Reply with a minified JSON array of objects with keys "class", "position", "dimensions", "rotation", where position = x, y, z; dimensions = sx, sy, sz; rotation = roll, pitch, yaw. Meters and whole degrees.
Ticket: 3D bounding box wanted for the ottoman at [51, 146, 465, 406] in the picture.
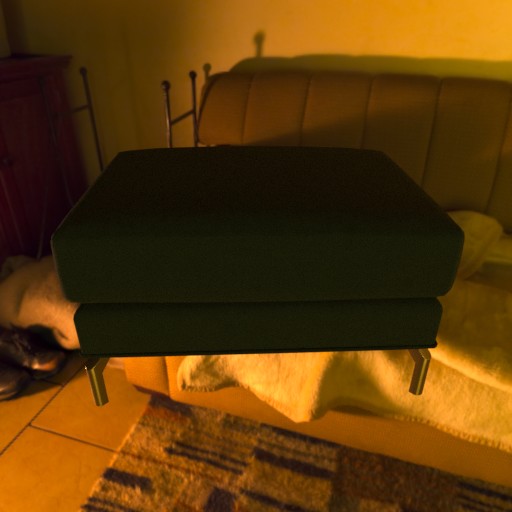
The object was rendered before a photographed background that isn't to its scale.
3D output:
[{"class":"ottoman","position":[0.000,0.000,1.208],"dimensions":[0.835,0.498,0.587],"rotation":[-1,29,-2]}]
